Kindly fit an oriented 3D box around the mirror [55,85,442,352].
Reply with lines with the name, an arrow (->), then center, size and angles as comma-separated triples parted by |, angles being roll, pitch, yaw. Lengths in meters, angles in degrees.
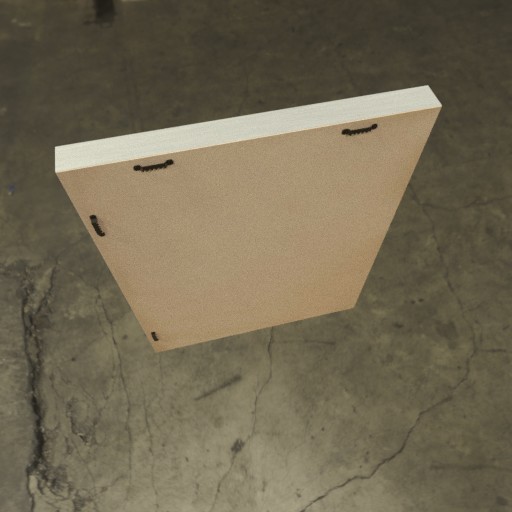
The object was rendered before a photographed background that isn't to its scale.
mirror -> 0.000, 0.000, 0.675 | 0.405, 0.508, 0.041 | -12, 59, -7
